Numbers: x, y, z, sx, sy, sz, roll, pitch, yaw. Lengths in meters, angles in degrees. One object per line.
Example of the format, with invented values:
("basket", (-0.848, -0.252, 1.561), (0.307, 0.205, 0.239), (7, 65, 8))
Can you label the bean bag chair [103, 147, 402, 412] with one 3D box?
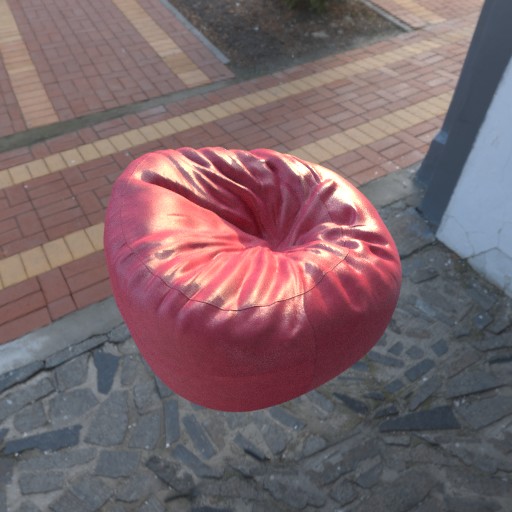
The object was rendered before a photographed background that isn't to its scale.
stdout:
("bean bag chair", (0.000, 0.000, 2.415), (1.524, 0.878, 1.524), (-11, 47, -11))
